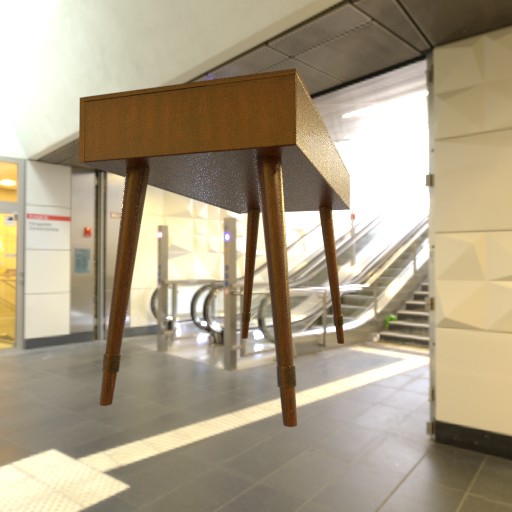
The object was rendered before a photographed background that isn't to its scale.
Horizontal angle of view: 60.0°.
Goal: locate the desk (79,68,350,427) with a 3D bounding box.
[{"bbox_3d":[0.000,0.000,2.104,0.734,1.031,1.577,0,-1,17],"label":"desk"}]
